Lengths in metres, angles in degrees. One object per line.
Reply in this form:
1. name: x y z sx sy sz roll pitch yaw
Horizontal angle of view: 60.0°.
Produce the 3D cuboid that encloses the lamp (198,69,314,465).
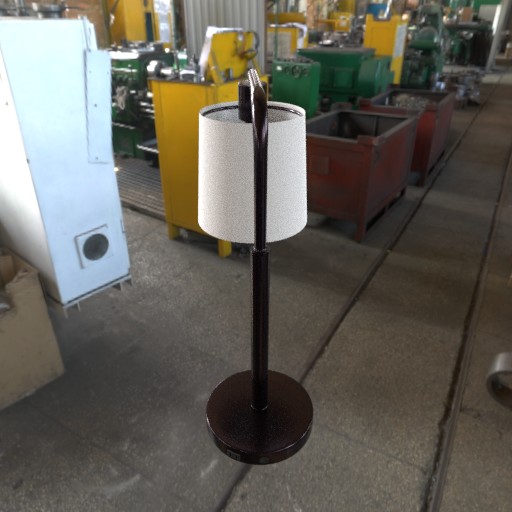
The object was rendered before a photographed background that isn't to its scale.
1. lamp: 0.000 0.000 0.645 0.171 0.489 0.333 -2 29 -3
